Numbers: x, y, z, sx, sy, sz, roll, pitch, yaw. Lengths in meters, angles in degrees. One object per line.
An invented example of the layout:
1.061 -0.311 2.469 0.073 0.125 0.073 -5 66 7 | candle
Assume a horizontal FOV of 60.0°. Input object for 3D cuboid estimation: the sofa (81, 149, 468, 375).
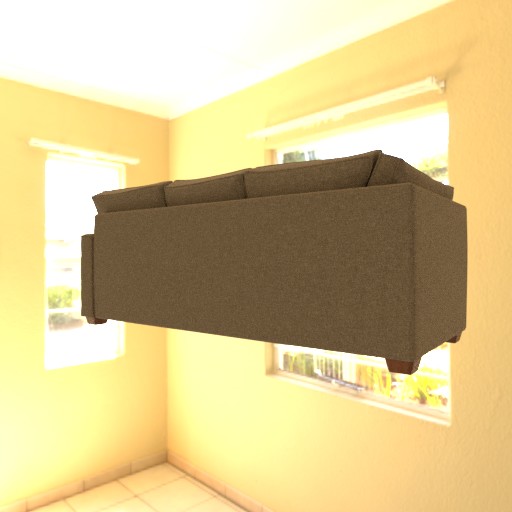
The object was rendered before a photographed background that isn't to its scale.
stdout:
0.000 0.000 2.835 2.317 0.962 1.061 0 0 37 | sofa
